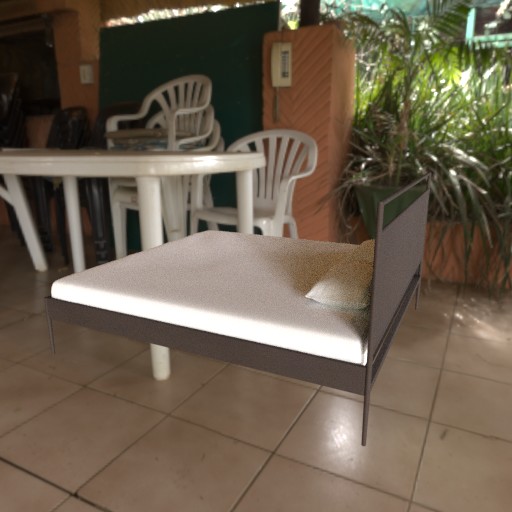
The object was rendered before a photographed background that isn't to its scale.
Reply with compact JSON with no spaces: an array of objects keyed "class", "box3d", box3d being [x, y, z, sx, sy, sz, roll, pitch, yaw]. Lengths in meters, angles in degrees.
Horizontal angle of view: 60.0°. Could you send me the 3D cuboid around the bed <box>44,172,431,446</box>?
[{"class":"bed","box3d":[0.000,0.000,3.290,2.151,1.173,1.993,7,16,25]}]
